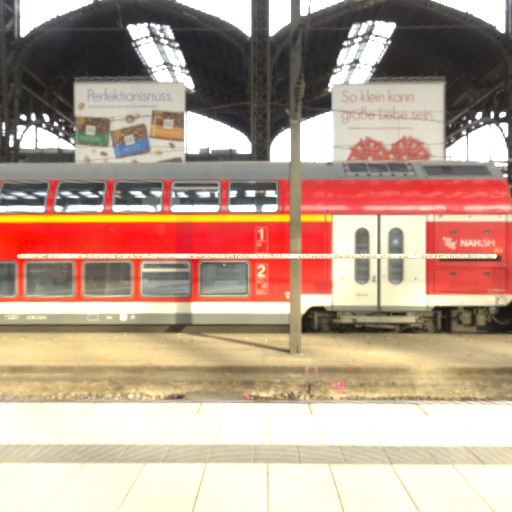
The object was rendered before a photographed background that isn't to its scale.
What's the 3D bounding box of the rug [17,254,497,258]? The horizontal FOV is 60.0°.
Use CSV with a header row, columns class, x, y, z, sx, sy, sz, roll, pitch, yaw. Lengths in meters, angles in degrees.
class,x,y,z,sx,sy,sz,roll,pitch,yaw
rug,0.000,0.000,4.005,3.047,0.029,2.438,0,0,-1
